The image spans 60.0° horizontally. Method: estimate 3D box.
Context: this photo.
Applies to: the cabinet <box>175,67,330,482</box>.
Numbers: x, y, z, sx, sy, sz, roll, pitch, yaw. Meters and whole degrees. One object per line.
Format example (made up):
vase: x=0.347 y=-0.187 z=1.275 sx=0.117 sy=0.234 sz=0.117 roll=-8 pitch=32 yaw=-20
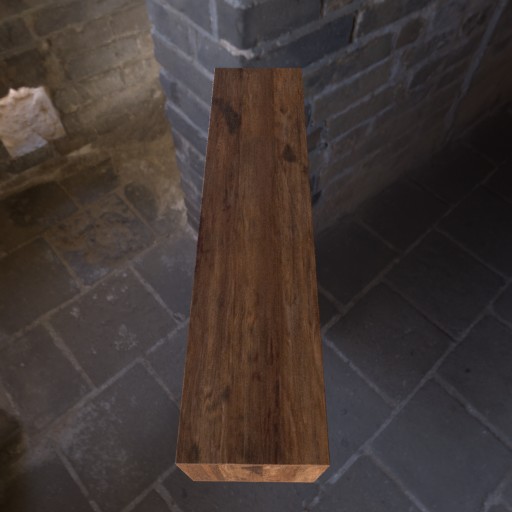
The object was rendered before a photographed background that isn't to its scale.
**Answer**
cabinet: x=0.000 y=0.000 z=1.607 sx=0.349 sy=0.528 sz=1.448 roll=1 pitch=57 yaw=0
